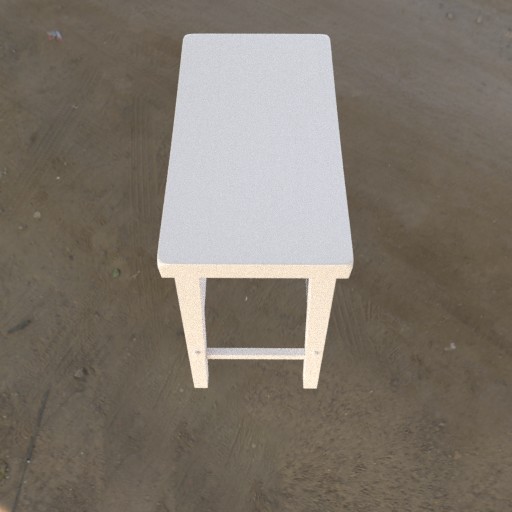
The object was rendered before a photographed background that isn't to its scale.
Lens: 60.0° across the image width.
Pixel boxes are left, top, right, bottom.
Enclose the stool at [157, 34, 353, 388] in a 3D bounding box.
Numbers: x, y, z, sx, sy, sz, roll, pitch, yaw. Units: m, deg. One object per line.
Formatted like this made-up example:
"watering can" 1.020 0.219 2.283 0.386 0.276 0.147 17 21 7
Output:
"stool" 0.000 0.000 0.934 0.322 0.742 0.406 0 63 0
